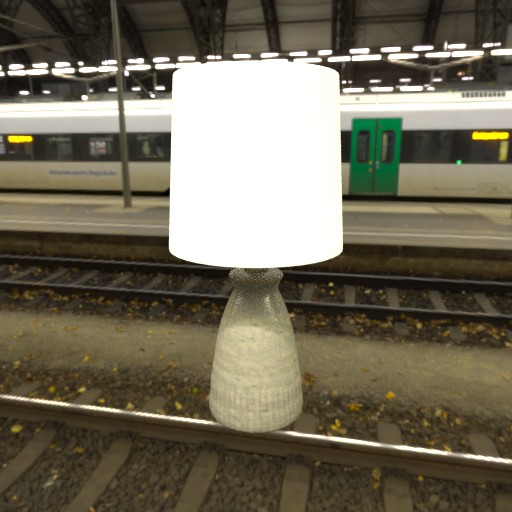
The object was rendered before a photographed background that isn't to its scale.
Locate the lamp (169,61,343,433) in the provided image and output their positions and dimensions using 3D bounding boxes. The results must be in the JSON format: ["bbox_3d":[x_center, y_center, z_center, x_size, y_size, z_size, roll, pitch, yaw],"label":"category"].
[{"bbox_3d":[0.000,0.000,0.487,0.186,0.369,0.186,0,13,0],"label":"lamp"}]
